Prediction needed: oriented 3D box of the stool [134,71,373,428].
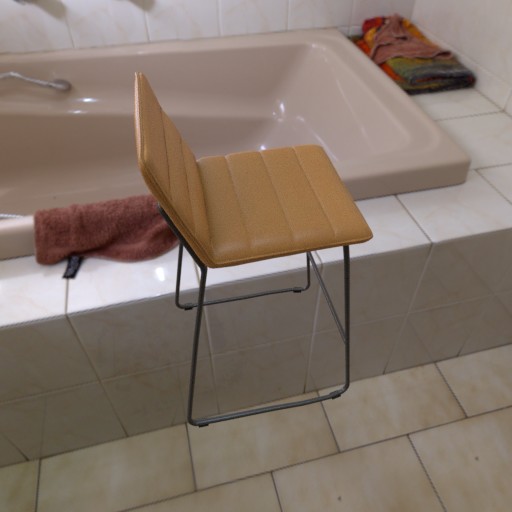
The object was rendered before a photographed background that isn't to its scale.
[{"bbox_3d":[0.000,0.000,1.241,0.524,0.936,0.489,-8,46,-8],"label":"stool"}]
